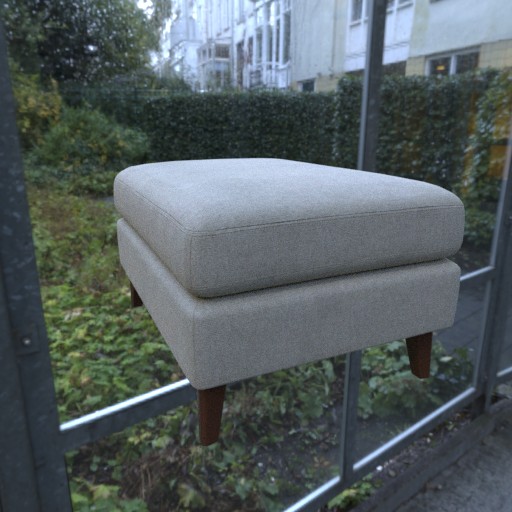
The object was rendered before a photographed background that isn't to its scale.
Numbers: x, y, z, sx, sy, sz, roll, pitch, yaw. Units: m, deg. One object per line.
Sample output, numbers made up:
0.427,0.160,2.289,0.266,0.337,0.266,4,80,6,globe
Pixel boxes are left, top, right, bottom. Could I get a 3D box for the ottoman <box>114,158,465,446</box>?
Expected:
0.000,0.000,1.190,0.610,0.478,0.823,-8,18,-24,ottoman
